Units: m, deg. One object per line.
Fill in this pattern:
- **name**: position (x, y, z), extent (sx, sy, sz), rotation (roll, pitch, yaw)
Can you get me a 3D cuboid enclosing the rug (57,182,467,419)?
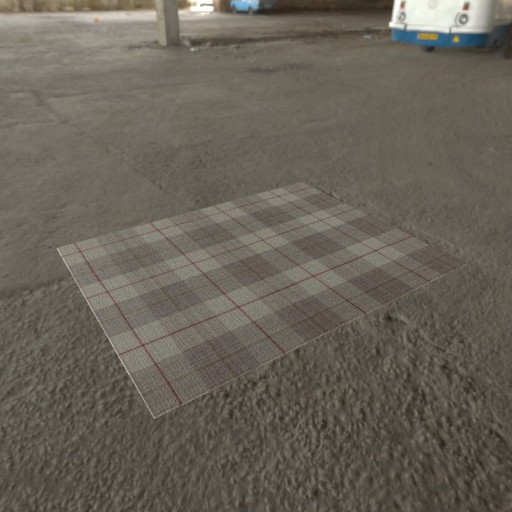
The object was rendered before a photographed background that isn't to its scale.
- **rug**: position (0.000, 0.000, 4.059), extent (2.959, 0.016, 2.317), rotation (-19, 36, -28)
